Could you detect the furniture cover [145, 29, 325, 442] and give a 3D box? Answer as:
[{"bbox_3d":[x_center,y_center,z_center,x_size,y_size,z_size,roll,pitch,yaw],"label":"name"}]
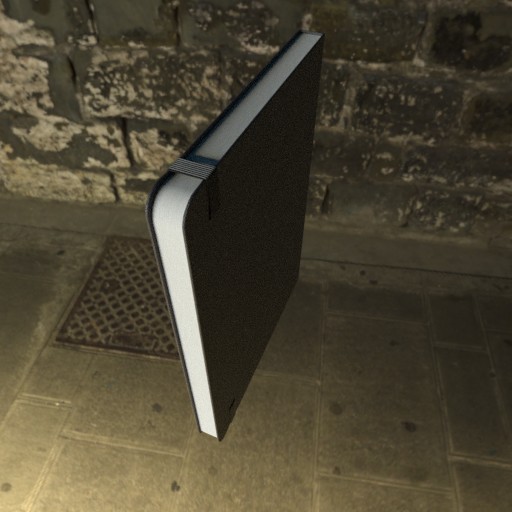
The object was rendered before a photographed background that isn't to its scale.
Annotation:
[{"bbox_3d":[0.000,0.000,0.366,0.023,0.281,0.216,17,49,15],"label":"furniture cover"}]
